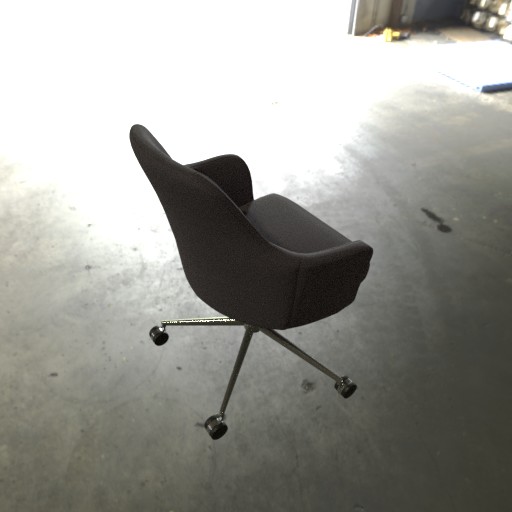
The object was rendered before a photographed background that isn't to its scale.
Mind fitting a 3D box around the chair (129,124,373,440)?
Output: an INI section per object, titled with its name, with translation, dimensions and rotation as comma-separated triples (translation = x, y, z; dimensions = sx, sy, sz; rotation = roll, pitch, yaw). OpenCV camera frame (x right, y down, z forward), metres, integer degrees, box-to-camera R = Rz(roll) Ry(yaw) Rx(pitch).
[chair]
translation = 0.000, 0.000, 1.268
dimensions = 0.600, 0.820, 0.655
rotation = -24, 46, -26
